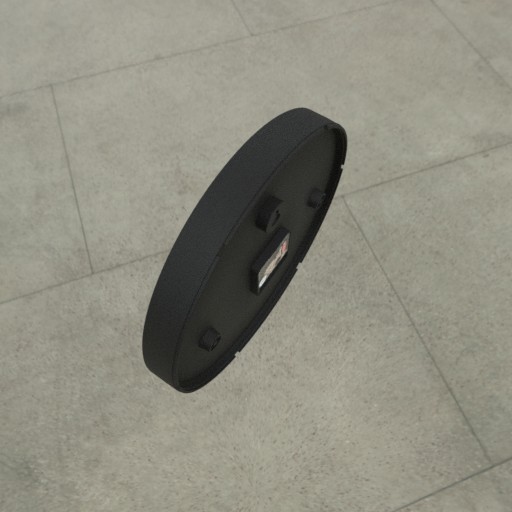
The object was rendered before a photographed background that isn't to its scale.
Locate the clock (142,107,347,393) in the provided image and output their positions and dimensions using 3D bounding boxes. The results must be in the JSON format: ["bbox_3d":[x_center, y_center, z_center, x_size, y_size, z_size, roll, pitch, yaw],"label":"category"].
[{"bbox_3d":[0.000,0.000,0.443,0.040,0.293,0.293,31,66,15],"label":"clock"}]
